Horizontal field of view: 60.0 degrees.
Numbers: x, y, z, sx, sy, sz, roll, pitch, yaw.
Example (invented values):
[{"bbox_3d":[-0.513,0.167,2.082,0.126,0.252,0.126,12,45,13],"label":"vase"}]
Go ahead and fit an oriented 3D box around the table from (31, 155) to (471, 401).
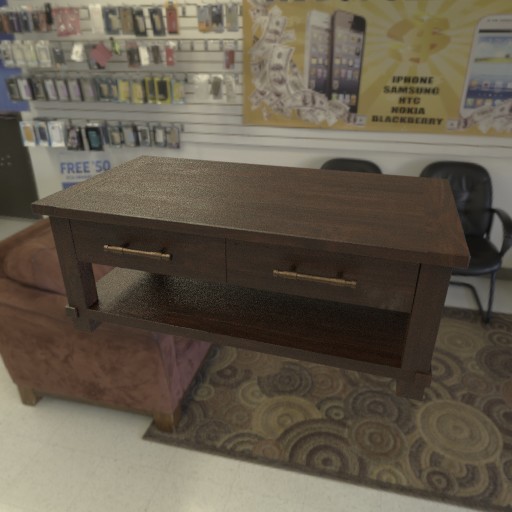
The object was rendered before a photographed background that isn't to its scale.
[{"bbox_3d":[0.000,0.000,1.609,1.270,0.494,0.700,8,27,16],"label":"table"}]
